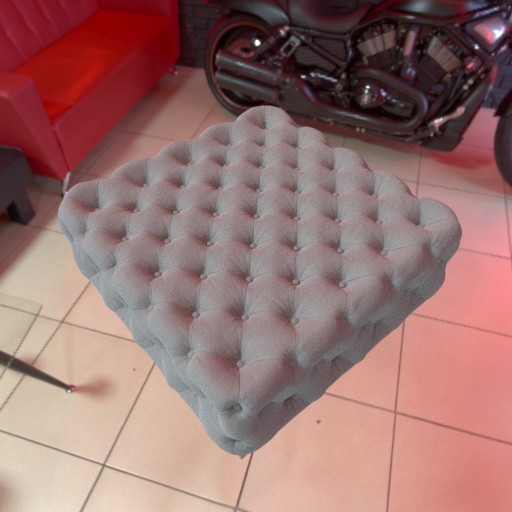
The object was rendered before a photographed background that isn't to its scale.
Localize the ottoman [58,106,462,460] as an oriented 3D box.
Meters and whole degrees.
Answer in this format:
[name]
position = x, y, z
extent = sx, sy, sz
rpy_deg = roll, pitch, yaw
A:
[ottoman]
position = 0.000, 0.000, 1.429
extent = 0.911, 0.439, 0.917
rpy_deg = -32, 55, -26
